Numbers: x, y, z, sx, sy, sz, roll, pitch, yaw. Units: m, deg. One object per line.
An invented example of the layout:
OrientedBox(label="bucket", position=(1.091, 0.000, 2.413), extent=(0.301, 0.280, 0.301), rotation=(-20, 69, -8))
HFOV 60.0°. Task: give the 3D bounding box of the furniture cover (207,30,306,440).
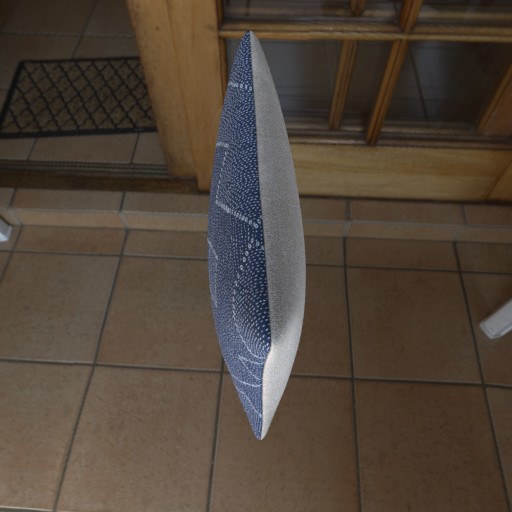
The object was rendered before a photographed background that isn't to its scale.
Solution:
OrientedBox(label="furniture cover", position=(0.000, 0.000, 0.759), extent=(0.162, 0.503, 0.511), rotation=(-2, 59, -1))
